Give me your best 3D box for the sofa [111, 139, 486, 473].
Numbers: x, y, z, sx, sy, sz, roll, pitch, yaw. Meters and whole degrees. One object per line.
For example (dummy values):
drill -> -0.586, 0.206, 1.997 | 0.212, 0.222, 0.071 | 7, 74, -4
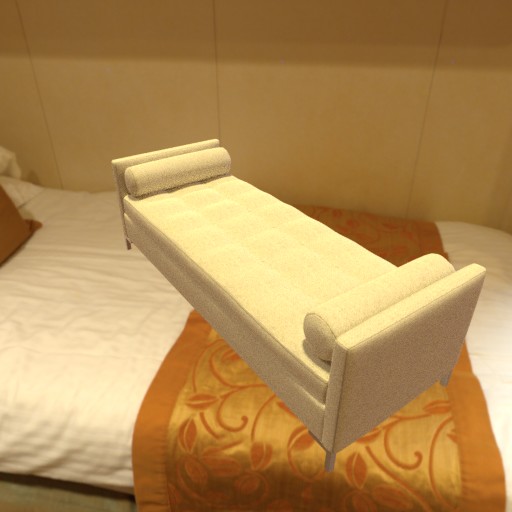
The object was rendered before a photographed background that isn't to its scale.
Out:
sofa -> 0.000, 0.000, 2.433 | 0.797, 0.655, 2.102 | -21, 37, -29
